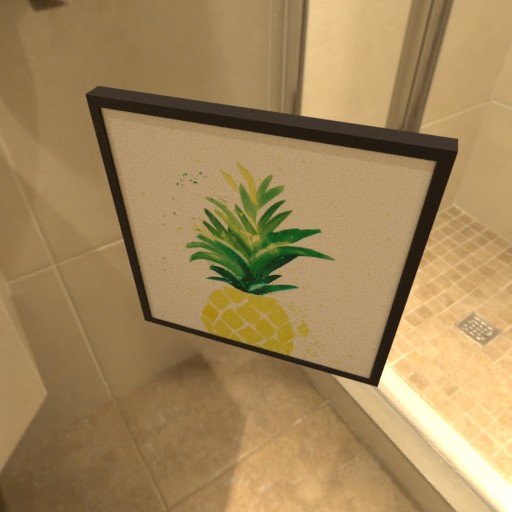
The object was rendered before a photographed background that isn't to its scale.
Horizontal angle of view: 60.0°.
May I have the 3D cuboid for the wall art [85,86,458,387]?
[{"bbox_3d":[0.000,0.000,0.758,0.508,0.507,0.033,13,44,14],"label":"wall art"}]
